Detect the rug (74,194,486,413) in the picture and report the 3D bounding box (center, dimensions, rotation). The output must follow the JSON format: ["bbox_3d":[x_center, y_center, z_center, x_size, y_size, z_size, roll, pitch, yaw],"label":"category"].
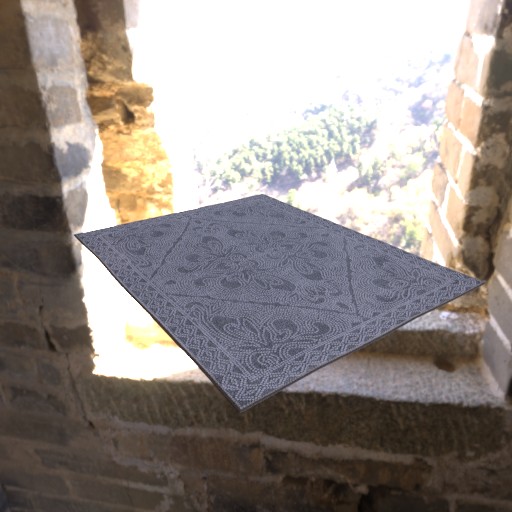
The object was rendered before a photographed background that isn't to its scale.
[{"bbox_3d":[0.000,0.000,4.061,2.438,0.012,3.048,-17,30,-32],"label":"rug"}]
